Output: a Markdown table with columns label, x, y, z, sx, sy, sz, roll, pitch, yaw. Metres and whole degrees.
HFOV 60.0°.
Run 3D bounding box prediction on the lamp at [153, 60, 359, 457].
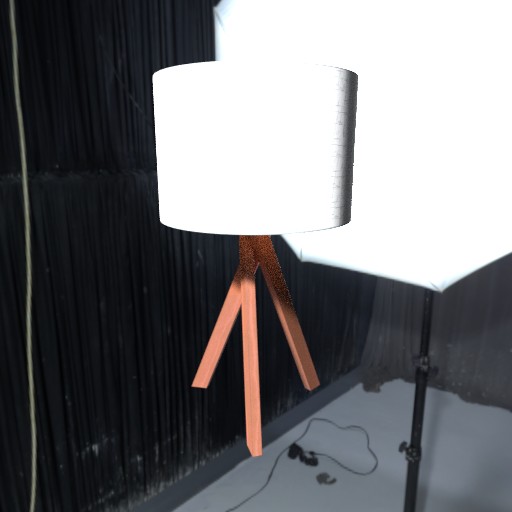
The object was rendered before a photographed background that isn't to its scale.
| label | x | y | z | sx | sy | sz | roll | pitch | yaw |
| --- | --- | --- | --- | --- | --- | --- | --- | --- | --- |
| lamp | 0.000 | 0.000 | 0.918 | 0.380 | 0.686 | 0.380 | -13 | 19 | -43 |
